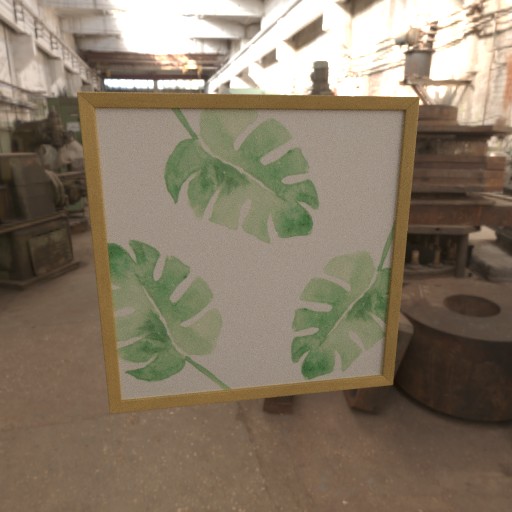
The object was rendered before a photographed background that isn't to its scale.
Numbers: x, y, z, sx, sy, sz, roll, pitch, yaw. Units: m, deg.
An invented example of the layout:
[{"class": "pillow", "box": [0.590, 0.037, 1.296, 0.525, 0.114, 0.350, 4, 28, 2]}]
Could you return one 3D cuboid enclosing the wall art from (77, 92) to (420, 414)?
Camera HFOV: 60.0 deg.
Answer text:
[{"class": "wall art", "box": [0.000, 0.000, 0.448, 0.305, 0.305, 0.038, -3, 16, -10]}]
